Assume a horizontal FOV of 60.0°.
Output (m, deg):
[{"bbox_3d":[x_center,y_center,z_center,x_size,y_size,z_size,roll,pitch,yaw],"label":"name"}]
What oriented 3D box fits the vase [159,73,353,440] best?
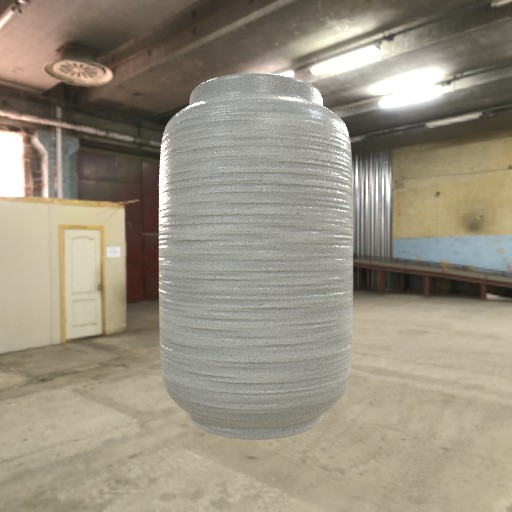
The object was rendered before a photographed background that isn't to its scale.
[{"bbox_3d":[0.000,0.000,0.472,0.202,0.335,0.202,0,1,0],"label":"vase"}]
